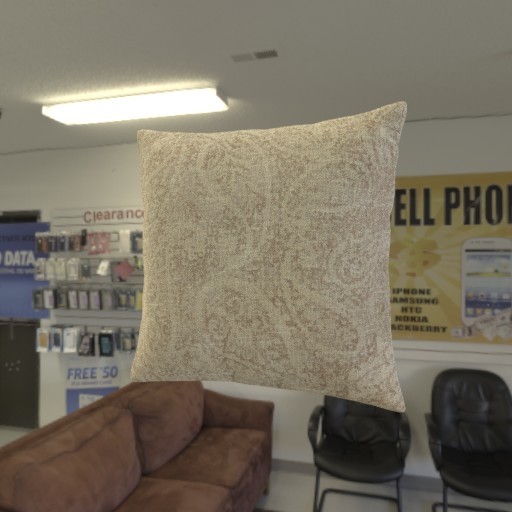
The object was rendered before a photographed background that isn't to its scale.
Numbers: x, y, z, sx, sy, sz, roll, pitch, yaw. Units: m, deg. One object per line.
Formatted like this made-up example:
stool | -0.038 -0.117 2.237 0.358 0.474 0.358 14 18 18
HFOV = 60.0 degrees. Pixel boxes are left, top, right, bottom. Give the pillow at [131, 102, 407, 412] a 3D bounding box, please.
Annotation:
pillow | 0.000 0.000 0.811 0.523 0.510 0.166 0 0 18
